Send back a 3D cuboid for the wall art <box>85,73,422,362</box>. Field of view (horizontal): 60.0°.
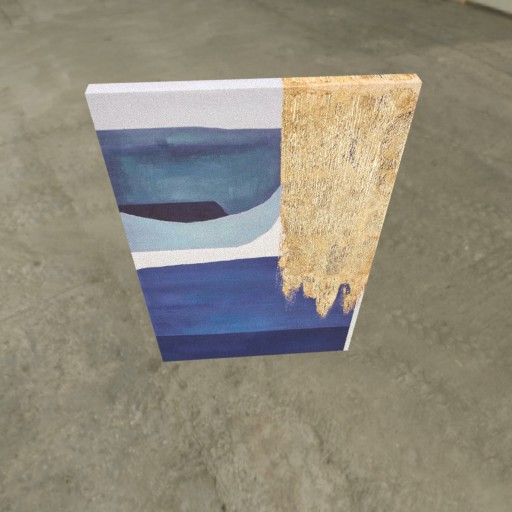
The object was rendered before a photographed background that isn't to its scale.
[{"bbox_3d":[0.000,0.000,1.137,0.607,0.911,0.039,-3,46,-3],"label":"wall art"}]
